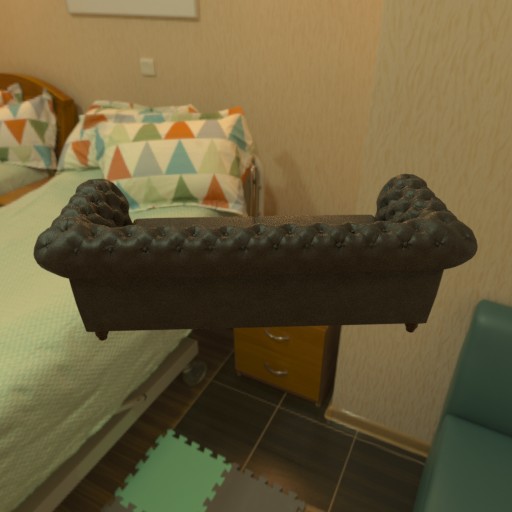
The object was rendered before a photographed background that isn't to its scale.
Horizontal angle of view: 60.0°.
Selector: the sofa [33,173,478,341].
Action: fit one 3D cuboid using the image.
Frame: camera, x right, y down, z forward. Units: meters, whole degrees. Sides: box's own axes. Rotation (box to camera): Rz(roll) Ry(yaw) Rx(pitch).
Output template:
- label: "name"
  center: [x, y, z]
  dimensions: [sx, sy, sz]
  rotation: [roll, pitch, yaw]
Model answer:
- label: "sofa"
  center: [0.000, 0.000, 2.809]
  dimensions: [2.385, 0.783, 0.944]
  rotation: [-1, 31, -2]
